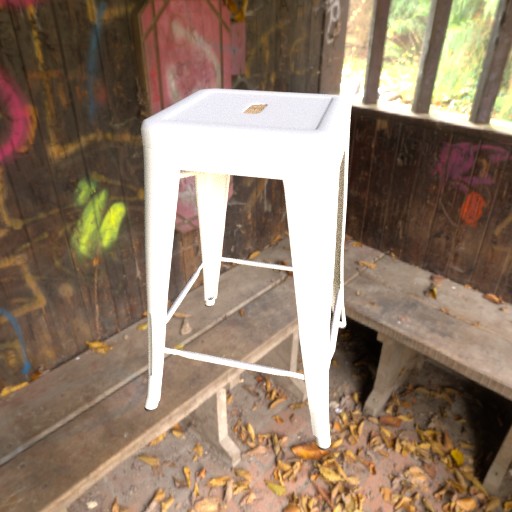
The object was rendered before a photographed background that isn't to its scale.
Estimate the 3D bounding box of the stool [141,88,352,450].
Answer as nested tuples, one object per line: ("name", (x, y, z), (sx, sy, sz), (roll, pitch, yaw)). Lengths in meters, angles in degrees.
("stool", (0.000, 0.000, 0.930), (0.406, 0.610, 0.406), (8, 32, 12))
